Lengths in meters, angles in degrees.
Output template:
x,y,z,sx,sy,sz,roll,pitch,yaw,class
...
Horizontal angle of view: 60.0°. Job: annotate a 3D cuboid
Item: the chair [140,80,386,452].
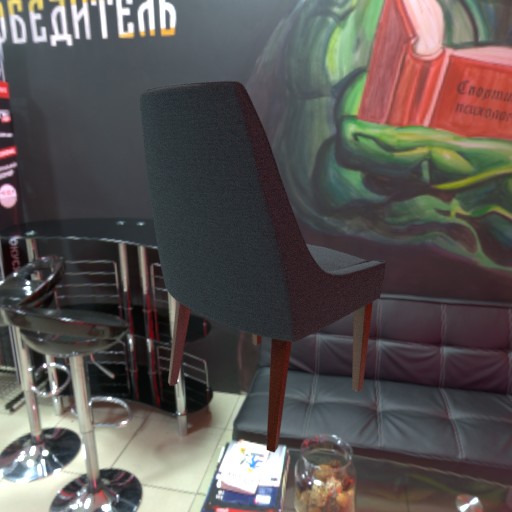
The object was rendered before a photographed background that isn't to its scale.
x,y,z,sx,sy,sz,roll,pitch,yaw,class
0.000,0.000,1.237,0.529,0.861,0.544,15,22,43,chair
